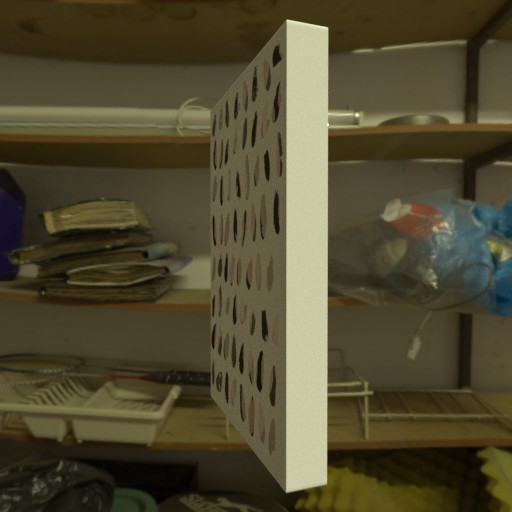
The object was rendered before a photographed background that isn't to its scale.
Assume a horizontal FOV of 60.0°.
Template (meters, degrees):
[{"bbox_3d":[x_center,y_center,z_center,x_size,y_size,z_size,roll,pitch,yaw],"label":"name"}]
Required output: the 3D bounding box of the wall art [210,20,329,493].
[{"bbox_3d":[0.000,0.000,0.482,0.039,0.381,0.252,0,1,-20],"label":"wall art"}]
